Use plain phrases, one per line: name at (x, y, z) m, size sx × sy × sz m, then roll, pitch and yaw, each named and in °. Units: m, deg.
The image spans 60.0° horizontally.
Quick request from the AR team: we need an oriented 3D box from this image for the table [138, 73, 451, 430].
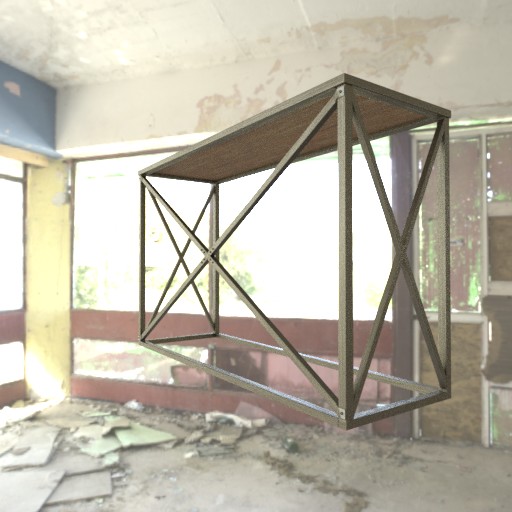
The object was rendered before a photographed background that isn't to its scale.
table at (0.000, 0.000, 1.541) m, size 0.402 × 0.753 × 1.216 m, roll 1°, pitch -1°, yaw -35°
